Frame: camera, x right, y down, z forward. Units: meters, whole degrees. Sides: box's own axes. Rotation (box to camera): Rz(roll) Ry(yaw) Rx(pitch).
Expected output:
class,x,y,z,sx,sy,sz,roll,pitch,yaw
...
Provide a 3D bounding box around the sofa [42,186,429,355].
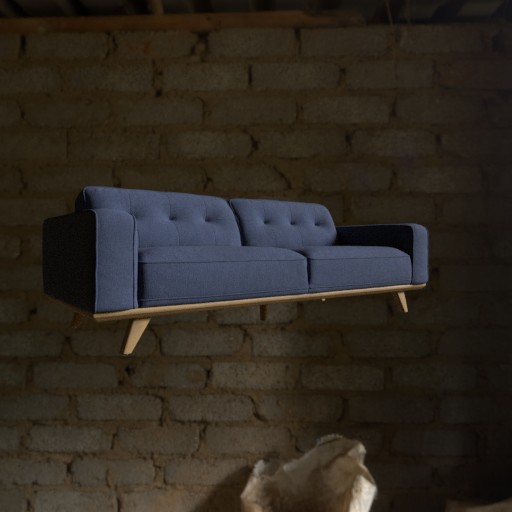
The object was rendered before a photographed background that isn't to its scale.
class,x,y,z,sx,sy,sz,roll,pitch,yaw
sofa,0.000,0.000,2.715,2.270,0.782,0.953,-1,2,-37
